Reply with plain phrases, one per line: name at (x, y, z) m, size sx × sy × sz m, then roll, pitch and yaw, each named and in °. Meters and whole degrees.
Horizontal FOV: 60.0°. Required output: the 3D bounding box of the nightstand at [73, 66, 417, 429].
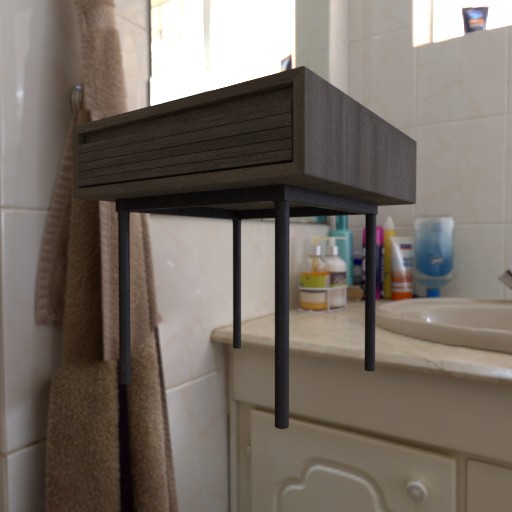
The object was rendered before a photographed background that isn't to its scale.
nightstand at (0.000, 0.000, 0.908) m, size 0.502 × 0.497 × 0.503 m, roll 1°, pitch 2°, yaw 35°
